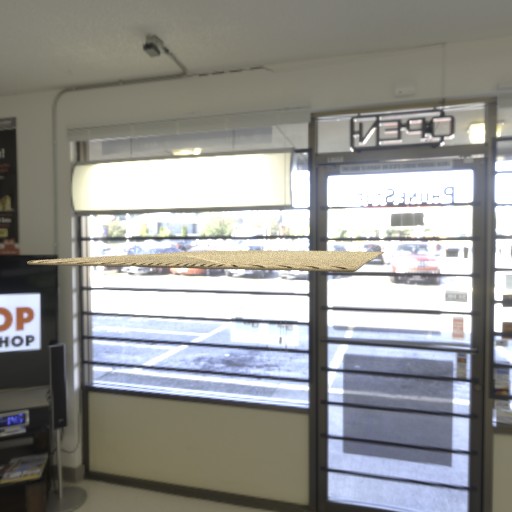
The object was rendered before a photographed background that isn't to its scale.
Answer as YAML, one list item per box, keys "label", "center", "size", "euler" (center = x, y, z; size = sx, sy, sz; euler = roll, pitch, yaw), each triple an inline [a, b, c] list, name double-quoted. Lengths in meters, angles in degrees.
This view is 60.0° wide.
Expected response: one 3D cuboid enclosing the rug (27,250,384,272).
- label: "rug"
  center: [0.000, 0.000, 2.362]
  size: [1.237, 0.019, 1.842]
  euler: [1, 2, 19]
